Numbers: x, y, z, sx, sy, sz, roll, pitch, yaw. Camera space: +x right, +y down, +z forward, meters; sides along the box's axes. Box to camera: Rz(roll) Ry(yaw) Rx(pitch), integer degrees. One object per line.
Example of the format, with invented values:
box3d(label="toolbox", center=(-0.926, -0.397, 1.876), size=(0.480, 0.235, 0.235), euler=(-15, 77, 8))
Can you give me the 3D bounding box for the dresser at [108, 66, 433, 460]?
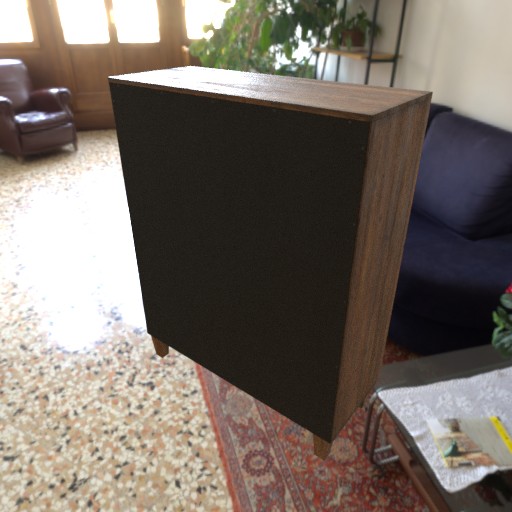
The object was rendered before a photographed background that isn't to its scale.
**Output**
box3d(label="dresser", center=(0.000, 0.000, 1.855), size=(1.067, 1.359, 0.438), euler=(21, 36, 32))
